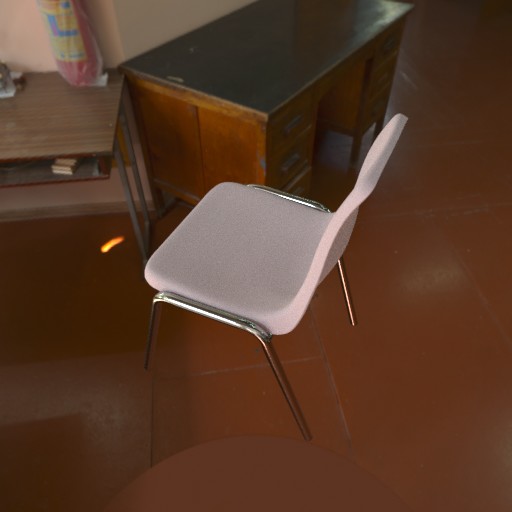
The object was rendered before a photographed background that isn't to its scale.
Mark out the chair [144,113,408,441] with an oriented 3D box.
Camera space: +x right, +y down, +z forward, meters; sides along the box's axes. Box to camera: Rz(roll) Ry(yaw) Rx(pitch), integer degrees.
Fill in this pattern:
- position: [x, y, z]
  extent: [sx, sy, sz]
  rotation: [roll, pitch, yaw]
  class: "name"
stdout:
- position: [0.000, 0.000, 0.907]
  extent: [0.436, 0.653, 0.381]
  rotation: [19, 49, 18]
  class: "chair"
